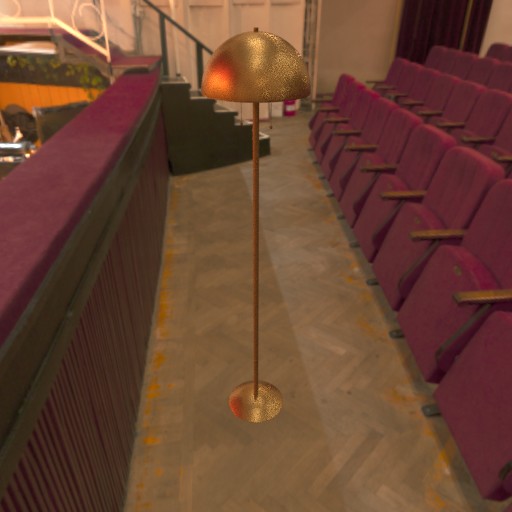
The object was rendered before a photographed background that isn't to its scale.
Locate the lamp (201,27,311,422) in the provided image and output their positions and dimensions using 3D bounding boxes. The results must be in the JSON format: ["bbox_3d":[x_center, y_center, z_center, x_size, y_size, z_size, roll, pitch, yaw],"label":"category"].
[{"bbox_3d":[0.000,0.000,1.613,0.328,1.480,0.328,-1,29,-1],"label":"lamp"}]
